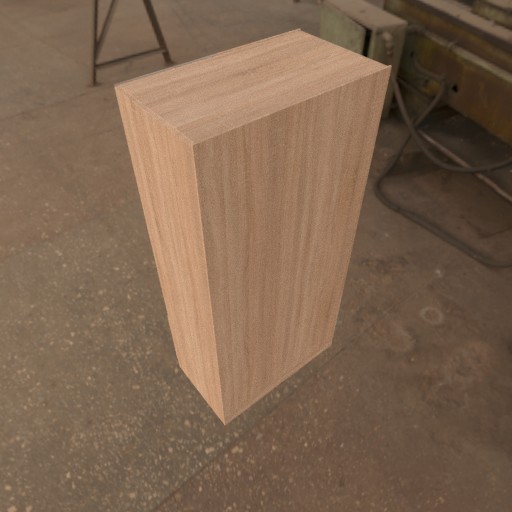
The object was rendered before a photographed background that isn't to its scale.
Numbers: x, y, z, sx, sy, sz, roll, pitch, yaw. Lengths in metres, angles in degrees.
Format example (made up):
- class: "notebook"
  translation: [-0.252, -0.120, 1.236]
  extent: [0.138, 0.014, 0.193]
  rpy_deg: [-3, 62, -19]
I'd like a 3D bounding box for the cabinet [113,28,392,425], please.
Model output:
- class: "cabinet"
  translation: [0.000, 0.000, 2.567]
  extent: [1.001, 2.121, 0.590]
  rpy_deg: [-30, 52, -26]
